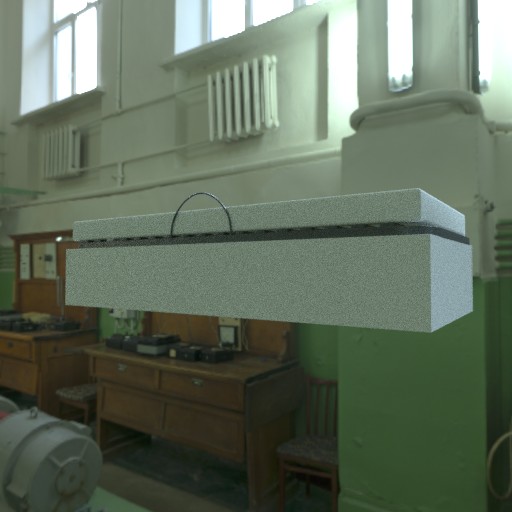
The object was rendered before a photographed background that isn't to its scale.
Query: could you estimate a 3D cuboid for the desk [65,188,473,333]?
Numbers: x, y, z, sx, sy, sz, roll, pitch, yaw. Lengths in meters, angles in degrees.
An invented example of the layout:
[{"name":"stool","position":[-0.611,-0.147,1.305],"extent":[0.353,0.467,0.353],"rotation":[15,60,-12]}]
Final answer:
[{"name":"desk","position":[0.000,0.000,2.265],"extent":[1.900,0.526,0.900],"rotation":[-1,-2,34]}]
